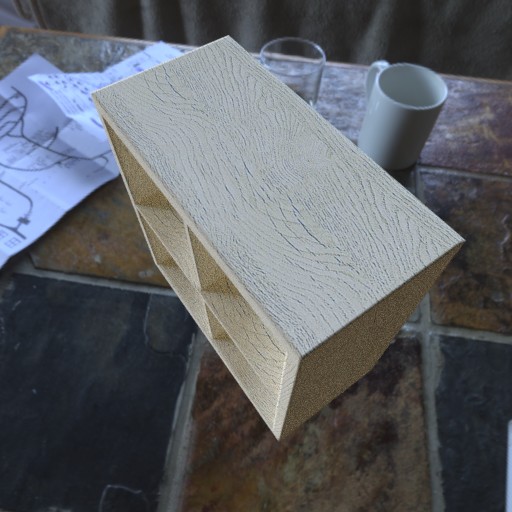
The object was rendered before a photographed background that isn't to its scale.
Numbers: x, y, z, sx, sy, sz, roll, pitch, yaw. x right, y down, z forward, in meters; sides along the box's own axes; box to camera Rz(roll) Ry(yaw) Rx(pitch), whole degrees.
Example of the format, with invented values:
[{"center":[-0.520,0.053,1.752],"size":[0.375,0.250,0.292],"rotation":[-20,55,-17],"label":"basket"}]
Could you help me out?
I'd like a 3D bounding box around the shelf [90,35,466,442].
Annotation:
[{"center":[0.000,0.000,1.265],"size":[0.390,0.786,0.790],"rotation":[-31,64,-18],"label":"shelf"}]
